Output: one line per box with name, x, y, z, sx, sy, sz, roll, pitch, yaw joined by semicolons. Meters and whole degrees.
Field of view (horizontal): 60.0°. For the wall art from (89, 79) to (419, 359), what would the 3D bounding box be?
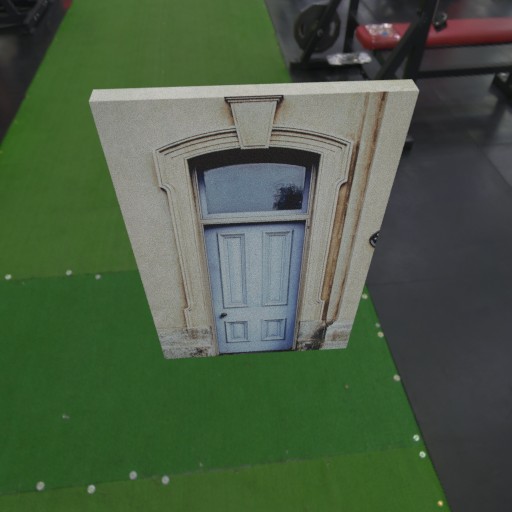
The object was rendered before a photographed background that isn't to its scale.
wall art;0.000;0.000;0.972;0.508;0.764;0.038;-3;47;-3
